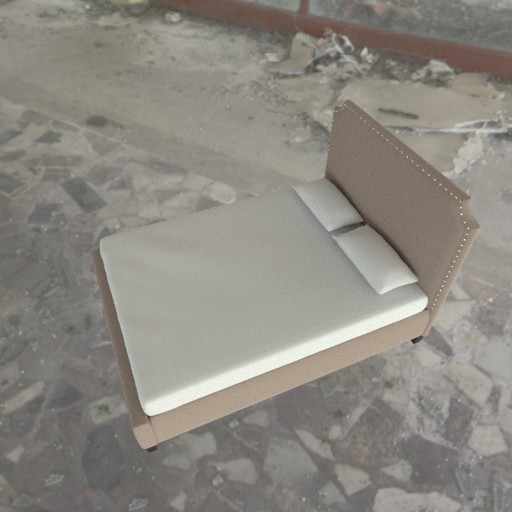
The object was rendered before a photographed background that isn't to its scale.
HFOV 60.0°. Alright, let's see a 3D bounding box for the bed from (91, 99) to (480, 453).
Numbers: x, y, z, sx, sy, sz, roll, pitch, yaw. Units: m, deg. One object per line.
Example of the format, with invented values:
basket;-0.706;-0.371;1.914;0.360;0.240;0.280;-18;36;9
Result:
bed;0.000;0.000;3.389;2.372;1.443;1.713;-17;48;-16
